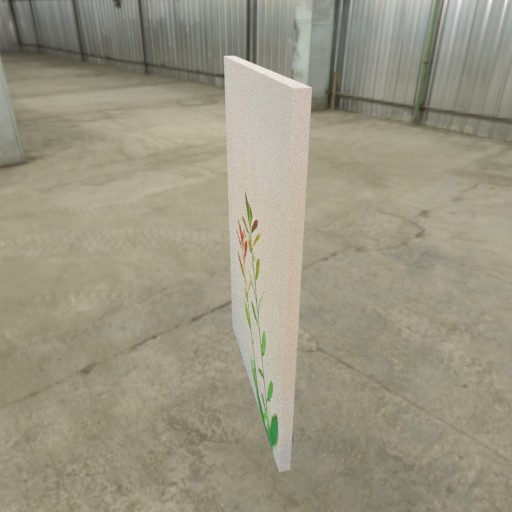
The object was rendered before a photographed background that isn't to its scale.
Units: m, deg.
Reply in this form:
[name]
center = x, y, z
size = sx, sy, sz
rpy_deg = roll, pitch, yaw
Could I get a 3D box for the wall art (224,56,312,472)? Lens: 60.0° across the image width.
[wall art]
center = 0.000, 0.000, 1.452
size = 0.038, 1.143, 0.764
rpy_deg = -7, 29, -12
